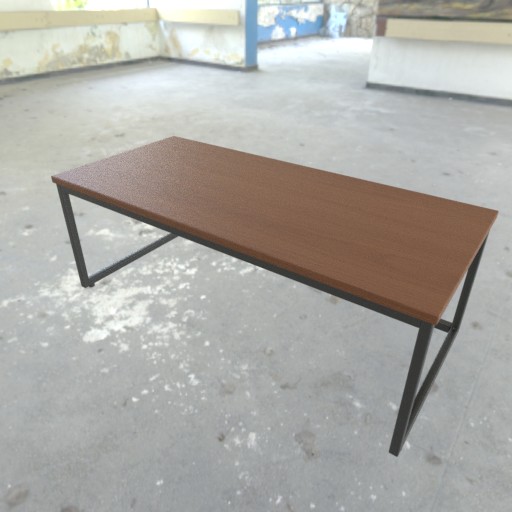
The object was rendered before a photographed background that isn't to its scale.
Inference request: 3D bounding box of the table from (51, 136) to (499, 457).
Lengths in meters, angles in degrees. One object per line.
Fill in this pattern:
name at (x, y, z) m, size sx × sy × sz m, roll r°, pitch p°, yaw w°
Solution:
table at (0.000, 0.000, 1.284) m, size 1.100 × 0.400 × 0.500 m, roll 20°, pitch 37°, yaw 30°
